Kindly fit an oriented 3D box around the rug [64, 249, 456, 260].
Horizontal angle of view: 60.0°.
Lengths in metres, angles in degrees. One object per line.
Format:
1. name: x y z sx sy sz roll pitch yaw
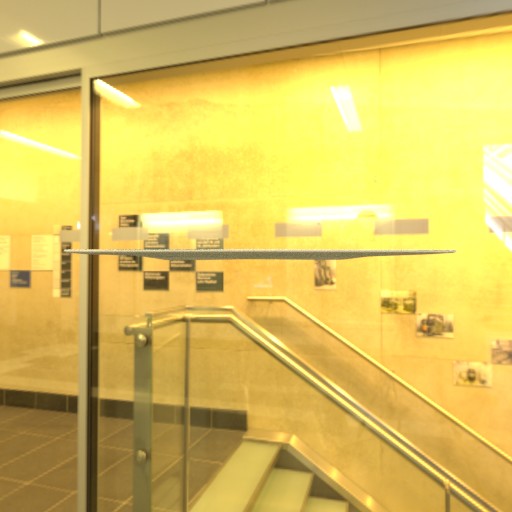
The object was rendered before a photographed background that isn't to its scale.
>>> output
1. rug: 0.000 0.000 2.933 1.593 0.029 2.305 0 -1 -1
